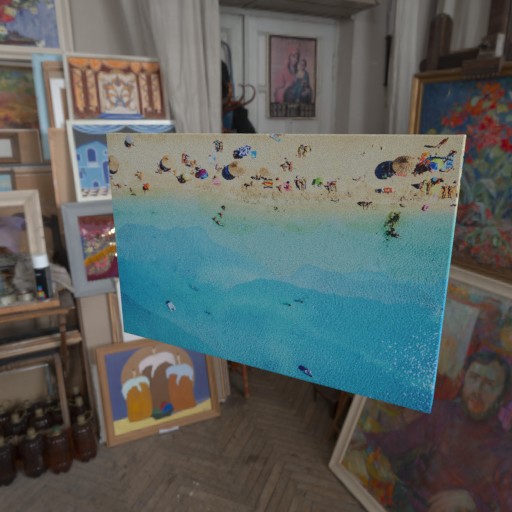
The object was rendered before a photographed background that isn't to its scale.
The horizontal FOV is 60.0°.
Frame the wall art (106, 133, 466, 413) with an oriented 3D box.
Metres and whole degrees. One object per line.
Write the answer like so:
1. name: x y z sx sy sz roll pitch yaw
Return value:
1. wall art: 0.000 0.000 0.763 0.609 0.406 0.039 8 18 26
